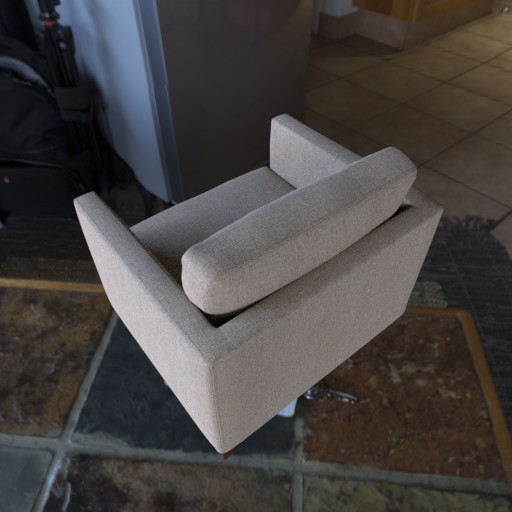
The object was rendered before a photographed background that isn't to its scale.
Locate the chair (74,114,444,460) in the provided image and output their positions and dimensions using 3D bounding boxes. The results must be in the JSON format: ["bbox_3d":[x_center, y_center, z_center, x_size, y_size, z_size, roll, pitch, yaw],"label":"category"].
[{"bbox_3d":[0.000,0.000,1.875,1.107,0.987,0.959,-30,53,-26],"label":"chair"}]
